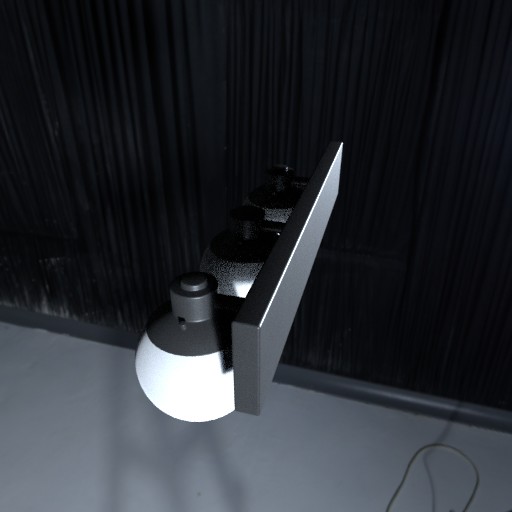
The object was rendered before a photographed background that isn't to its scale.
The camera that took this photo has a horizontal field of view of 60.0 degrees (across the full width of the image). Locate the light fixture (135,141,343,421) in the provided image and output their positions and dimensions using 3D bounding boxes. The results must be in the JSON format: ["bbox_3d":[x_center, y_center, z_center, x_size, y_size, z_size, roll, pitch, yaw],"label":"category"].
[{"bbox_3d":[0.000,0.000,0.839,0.218,0.263,0.721,8,31,14],"label":"light fixture"}]
